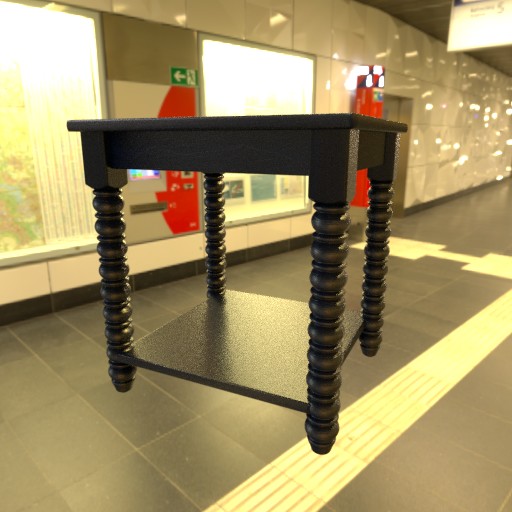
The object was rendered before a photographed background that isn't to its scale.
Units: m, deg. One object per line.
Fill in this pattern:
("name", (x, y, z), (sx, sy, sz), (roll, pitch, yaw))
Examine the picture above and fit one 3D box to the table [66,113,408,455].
("table", (0.000, 0.000, 0.980), (0.533, 0.567, 0.500), (7, 16, 25))
